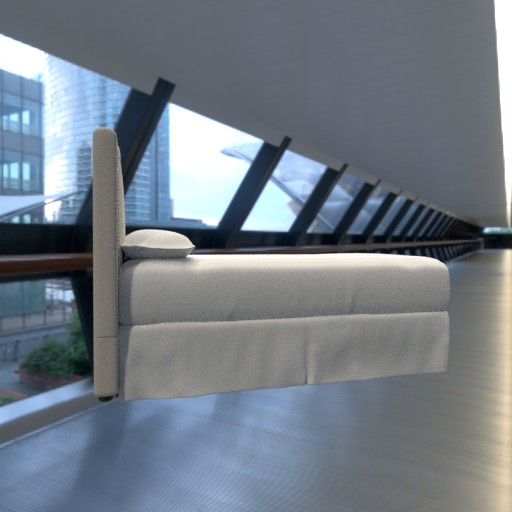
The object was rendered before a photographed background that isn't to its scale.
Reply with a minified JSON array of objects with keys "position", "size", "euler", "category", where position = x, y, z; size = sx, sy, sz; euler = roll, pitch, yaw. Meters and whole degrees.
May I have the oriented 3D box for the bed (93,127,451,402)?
[{"position":[0.000,0.000,3.259],"size":[2.143,1.460,1.753],"euler":[0,1,-16],"category":"bed"}]
